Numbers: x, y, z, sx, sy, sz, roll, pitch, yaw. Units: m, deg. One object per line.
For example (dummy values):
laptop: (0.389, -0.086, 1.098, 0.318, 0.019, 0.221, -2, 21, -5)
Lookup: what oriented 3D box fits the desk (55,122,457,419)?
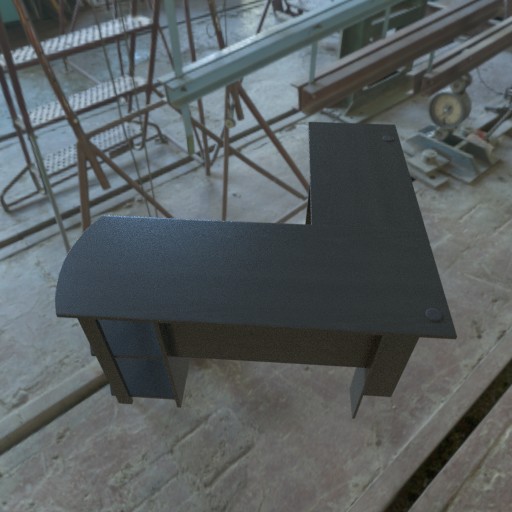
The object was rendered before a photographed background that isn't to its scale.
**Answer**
desk: (0.000, 0.000, 2.138, 1.361, 0.716, 1.303, 3, 46, 3)
